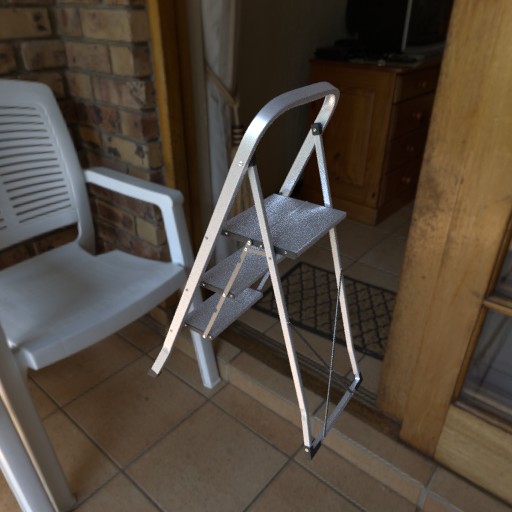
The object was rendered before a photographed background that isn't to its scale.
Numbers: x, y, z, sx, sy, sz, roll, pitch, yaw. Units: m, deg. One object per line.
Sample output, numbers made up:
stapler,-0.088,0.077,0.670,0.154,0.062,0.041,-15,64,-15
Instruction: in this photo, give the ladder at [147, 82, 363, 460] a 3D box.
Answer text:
ladder,0.000,0.000,1.440,0.704,1.070,0.465,19,35,29
